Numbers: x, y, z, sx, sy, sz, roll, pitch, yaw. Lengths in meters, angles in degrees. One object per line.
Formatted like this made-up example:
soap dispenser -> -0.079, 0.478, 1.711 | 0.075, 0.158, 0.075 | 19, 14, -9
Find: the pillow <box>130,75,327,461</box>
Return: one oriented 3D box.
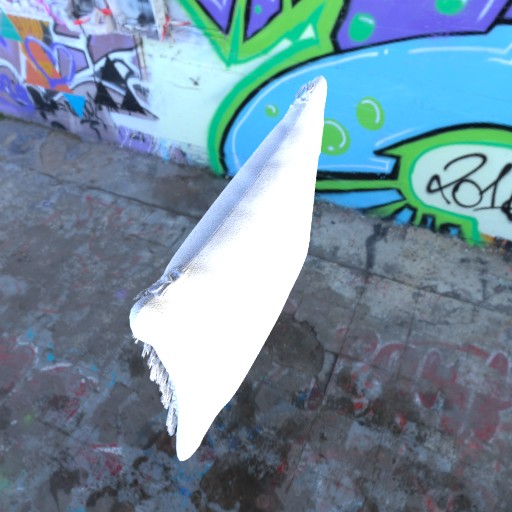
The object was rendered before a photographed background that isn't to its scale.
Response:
pillow -> 0.000, 0.000, 0.584 | 0.084, 0.305, 0.466 | 18, 49, 16
